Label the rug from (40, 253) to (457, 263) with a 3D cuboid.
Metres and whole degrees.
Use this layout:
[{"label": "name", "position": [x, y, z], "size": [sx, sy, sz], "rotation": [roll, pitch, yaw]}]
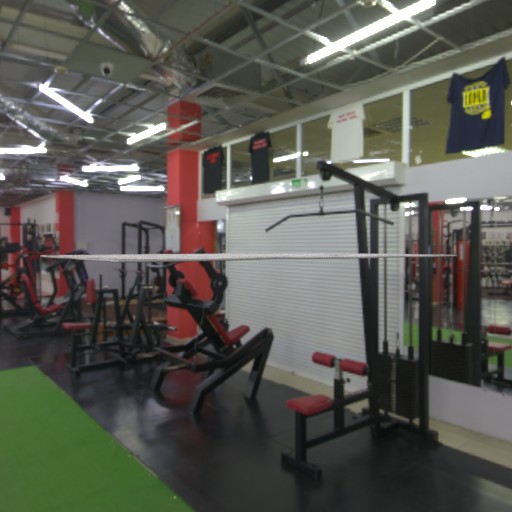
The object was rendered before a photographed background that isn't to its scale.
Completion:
[{"label": "rug", "position": [0.000, 0.000, 3.049], "size": [2.444, 0.023, 1.531], "rotation": [-1, 1, -36]}]
